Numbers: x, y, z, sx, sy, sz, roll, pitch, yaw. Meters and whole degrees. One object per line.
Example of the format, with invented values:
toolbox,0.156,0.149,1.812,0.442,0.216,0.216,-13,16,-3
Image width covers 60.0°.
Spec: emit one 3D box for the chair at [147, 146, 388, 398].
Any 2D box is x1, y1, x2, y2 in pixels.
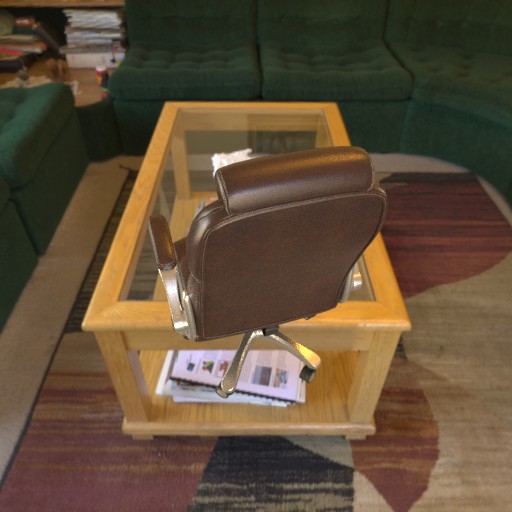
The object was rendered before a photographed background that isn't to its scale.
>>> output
chair,0.000,0.000,1.663,0.733,1.160,0.774,-12,43,-13
